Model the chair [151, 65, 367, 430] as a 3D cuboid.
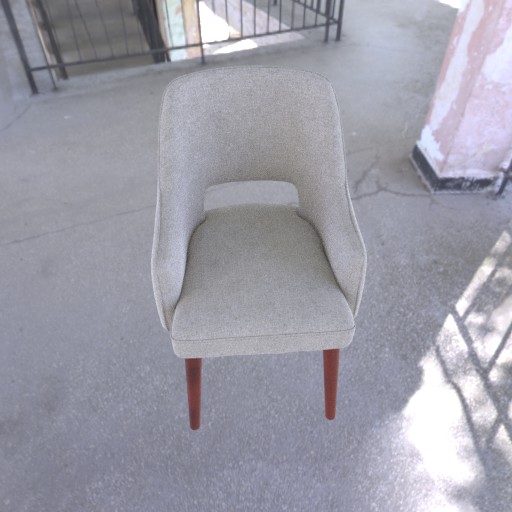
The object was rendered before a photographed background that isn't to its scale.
[{"bbox_3d":[0.000,0.000,1.267,0.548,0.849,0.605,-3,44,-3],"label":"chair"}]
